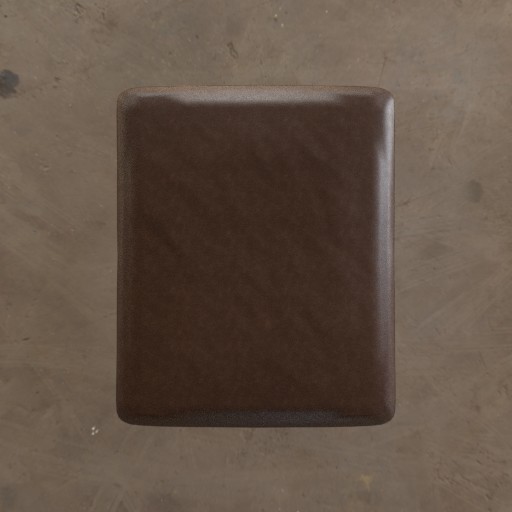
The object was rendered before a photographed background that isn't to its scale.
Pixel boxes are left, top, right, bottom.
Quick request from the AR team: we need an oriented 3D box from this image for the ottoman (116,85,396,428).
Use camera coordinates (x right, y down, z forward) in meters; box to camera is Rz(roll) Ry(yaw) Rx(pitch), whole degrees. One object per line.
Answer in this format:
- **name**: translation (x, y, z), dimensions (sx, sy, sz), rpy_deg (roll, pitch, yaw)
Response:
- **ottoman**: translation (0.000, 0.000, 1.109), dimensions (0.603, 0.476, 0.751), rpy_deg (0, 90, 0)
